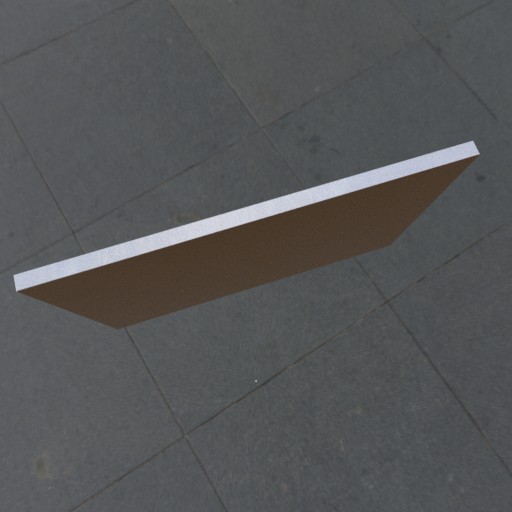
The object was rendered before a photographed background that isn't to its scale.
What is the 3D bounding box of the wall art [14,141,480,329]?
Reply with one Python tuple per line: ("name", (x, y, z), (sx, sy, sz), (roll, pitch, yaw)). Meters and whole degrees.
("wall art", (0.000, 0.000, 1.417), (1.145, 0.762, 0.041), (-17, 75, -5))
